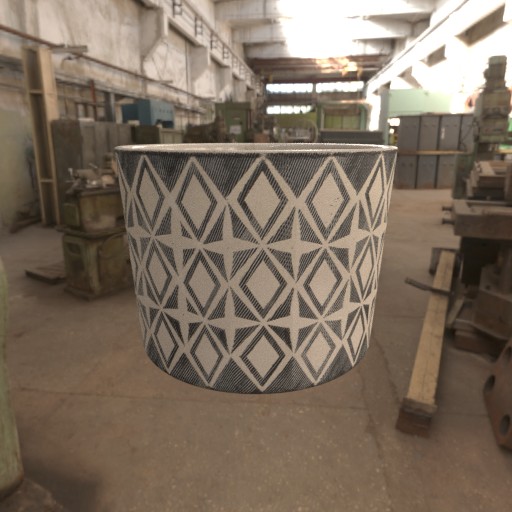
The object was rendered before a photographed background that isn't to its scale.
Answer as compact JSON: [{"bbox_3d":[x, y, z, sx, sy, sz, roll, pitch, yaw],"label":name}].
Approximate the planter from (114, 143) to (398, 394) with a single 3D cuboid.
[{"bbox_3d":[0.000,0.000,0.454,0.260,0.220,0.260,0,15,0],"label":"planter"}]
